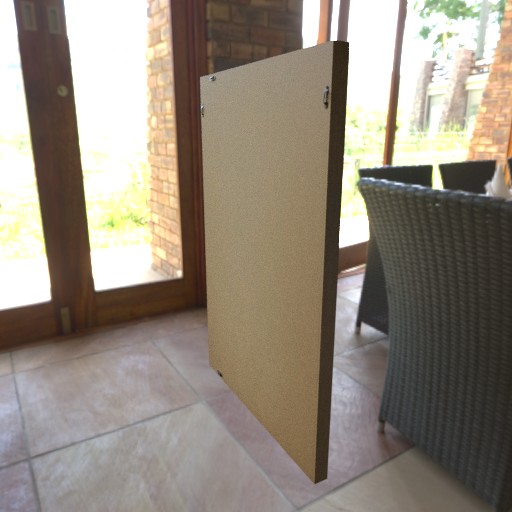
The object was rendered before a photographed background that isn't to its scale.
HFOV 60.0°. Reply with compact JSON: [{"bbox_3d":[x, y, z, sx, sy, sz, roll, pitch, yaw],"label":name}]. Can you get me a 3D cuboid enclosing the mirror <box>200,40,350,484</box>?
[{"bbox_3d":[0.000,0.000,1.139,0.041,0.915,0.609,-8,18,-27],"label":"mirror"}]
